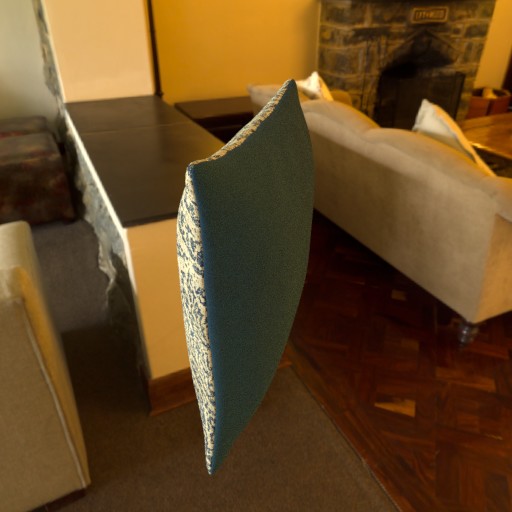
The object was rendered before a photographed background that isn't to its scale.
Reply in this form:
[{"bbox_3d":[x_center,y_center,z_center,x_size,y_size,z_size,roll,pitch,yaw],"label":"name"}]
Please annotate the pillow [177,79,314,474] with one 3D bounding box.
[{"bbox_3d":[0.000,0.000,0.780,0.166,0.510,0.523,8,32,13],"label":"pillow"}]
